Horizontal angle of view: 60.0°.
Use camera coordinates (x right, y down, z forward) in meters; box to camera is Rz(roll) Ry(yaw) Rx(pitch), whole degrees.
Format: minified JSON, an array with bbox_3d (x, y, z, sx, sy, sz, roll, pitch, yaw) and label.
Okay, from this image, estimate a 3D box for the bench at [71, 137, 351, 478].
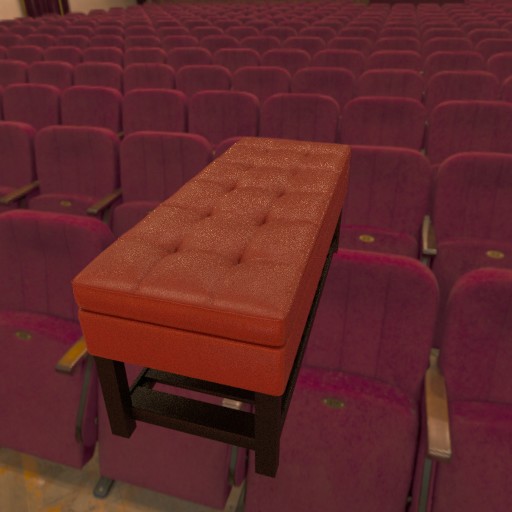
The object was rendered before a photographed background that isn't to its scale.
[{"bbox_3d":[0.000,0.000,1.348,0.432,0.460,1.105,8,31,14],"label":"bench"}]
